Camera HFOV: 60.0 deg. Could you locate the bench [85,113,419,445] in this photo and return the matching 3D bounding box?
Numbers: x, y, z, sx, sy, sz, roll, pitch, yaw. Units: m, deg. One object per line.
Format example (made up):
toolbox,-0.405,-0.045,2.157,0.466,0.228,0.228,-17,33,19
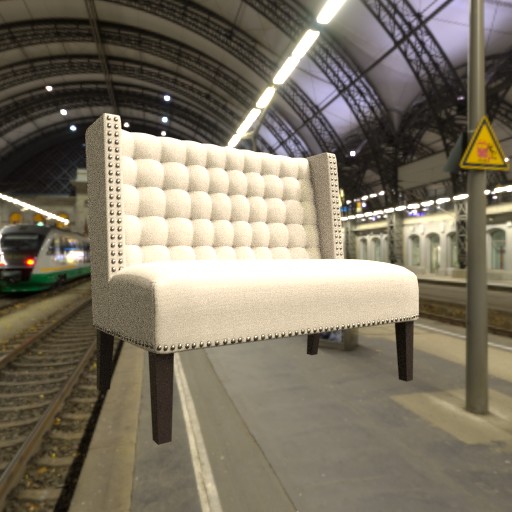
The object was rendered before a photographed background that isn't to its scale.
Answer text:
bench,0.000,0.000,1.966,1.280,1.123,0.847,0,0,-34
